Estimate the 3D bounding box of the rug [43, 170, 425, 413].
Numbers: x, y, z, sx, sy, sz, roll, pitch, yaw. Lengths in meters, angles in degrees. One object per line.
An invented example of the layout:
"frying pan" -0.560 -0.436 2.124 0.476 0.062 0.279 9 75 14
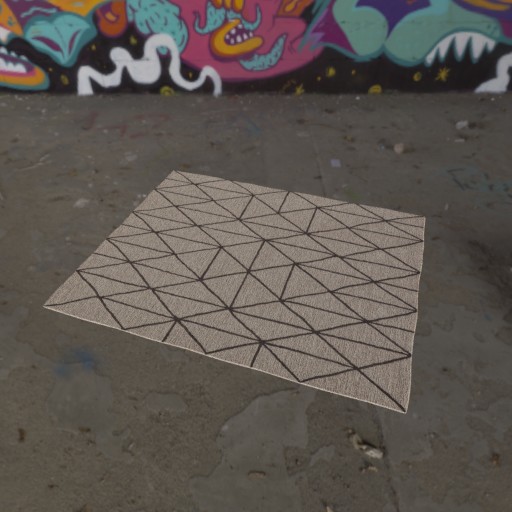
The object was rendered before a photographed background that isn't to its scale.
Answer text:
"rug" 0.000 0.000 4.300 3.061 0.022 2.468 13 42 14
